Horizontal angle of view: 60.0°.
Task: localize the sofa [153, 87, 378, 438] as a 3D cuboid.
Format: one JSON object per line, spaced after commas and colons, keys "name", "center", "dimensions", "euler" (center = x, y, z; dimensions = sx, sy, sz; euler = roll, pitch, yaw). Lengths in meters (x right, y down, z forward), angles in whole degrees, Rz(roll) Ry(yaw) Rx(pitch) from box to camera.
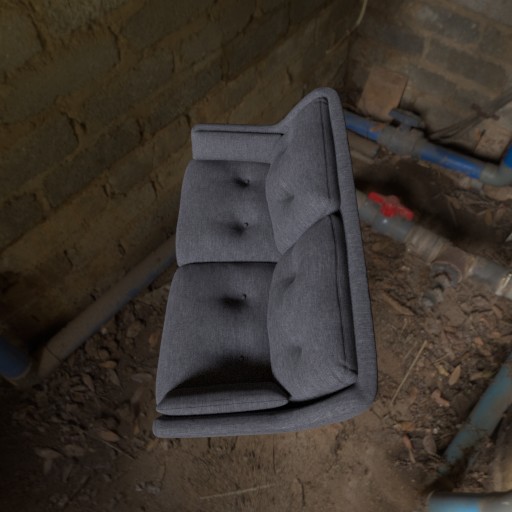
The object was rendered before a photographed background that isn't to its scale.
{"name": "sofa", "center": [0.000, 0.000, 2.457], "dimensions": [0.975, 0.896, 1.929], "euler": [1, 58, 0]}
